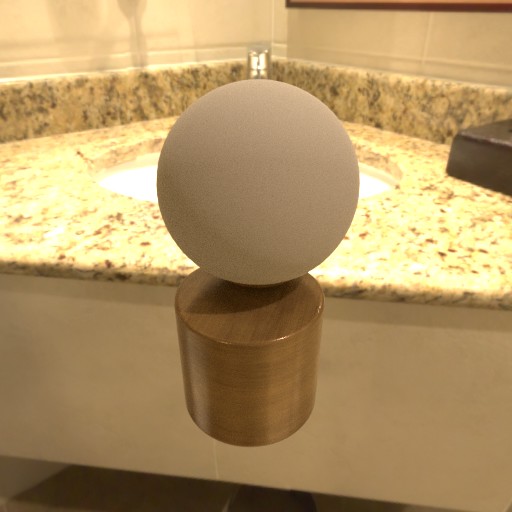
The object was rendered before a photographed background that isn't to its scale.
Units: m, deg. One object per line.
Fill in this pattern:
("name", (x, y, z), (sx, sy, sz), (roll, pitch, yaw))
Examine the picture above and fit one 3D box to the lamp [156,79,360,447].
("lamp", (0.000, 0.000, 0.338), (0.141, 0.250, 0.152), (8, 31, 13))
